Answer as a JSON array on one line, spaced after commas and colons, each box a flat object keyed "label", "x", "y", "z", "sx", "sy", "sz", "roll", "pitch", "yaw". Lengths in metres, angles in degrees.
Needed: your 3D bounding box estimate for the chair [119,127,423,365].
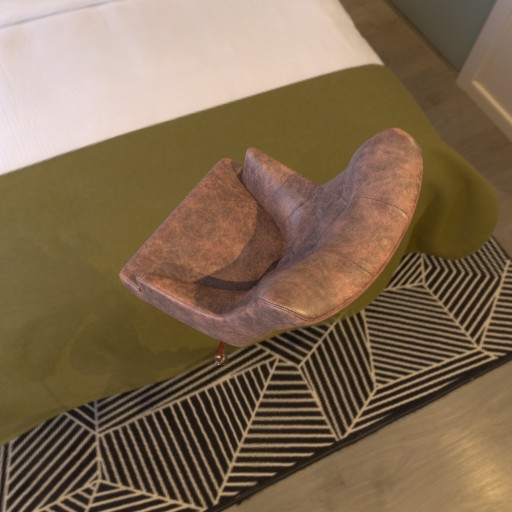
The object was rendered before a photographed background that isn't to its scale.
[{"label": "chair", "x": 0.000, "y": 0.000, "z": 1.508, "sx": 0.762, "sy": 1.035, "sz": 0.641, "roll": 32, "pitch": 68, "yaw": 14}]
